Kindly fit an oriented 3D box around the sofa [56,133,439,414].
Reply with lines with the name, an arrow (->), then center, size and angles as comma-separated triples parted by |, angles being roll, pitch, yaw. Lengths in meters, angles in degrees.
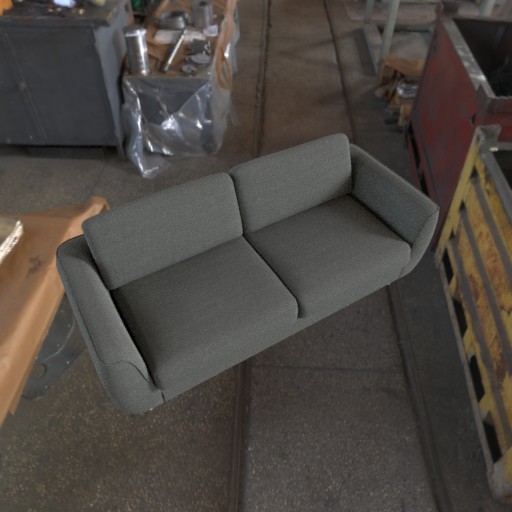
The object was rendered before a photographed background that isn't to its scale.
sofa -> 0.000, 0.000, 2.537 | 2.000, 0.850, 0.920 | -23, 50, -21
